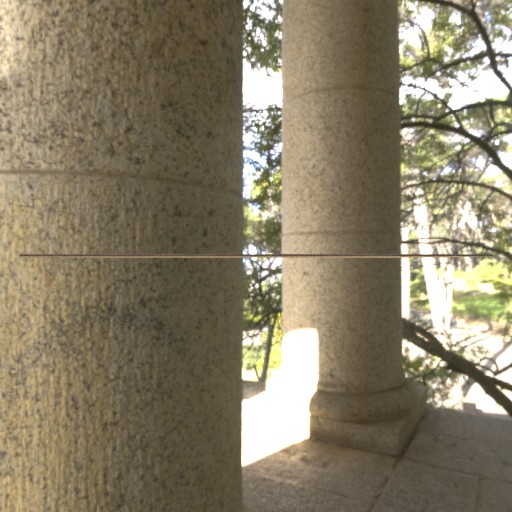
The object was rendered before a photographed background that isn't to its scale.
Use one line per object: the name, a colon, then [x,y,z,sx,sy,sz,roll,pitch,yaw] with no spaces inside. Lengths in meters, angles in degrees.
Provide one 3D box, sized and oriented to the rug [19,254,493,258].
rug: [0.000,0.000,2.614,2.437,0.013,0.685,0,-1,0]
